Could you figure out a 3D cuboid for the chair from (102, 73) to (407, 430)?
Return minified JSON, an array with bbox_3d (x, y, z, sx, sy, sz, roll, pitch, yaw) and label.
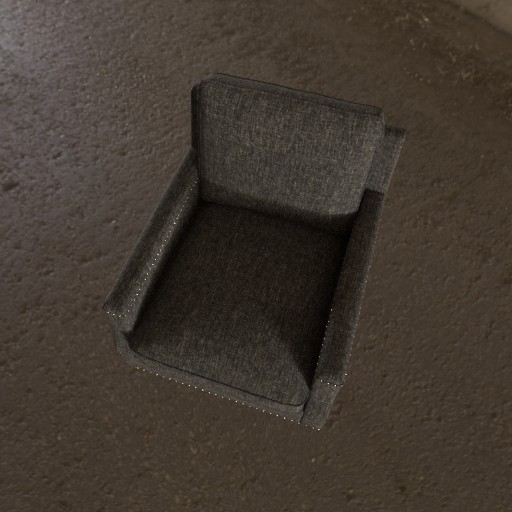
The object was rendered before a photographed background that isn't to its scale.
[{"bbox_3d":[0.000,0.000,1.730,0.853,0.943,1.014,16,60,9],"label":"chair"}]
